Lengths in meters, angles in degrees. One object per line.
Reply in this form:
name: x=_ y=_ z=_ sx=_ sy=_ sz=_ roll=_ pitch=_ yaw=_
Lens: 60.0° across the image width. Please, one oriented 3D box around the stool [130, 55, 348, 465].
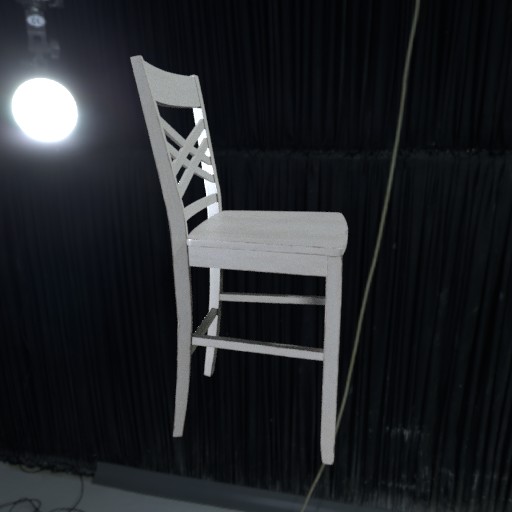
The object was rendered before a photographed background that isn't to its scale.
stool: x=0.000 y=0.000 z=1.355 sx=0.539 sy=1.079 sz=0.462 roll=3 pitch=17 yaw=10
